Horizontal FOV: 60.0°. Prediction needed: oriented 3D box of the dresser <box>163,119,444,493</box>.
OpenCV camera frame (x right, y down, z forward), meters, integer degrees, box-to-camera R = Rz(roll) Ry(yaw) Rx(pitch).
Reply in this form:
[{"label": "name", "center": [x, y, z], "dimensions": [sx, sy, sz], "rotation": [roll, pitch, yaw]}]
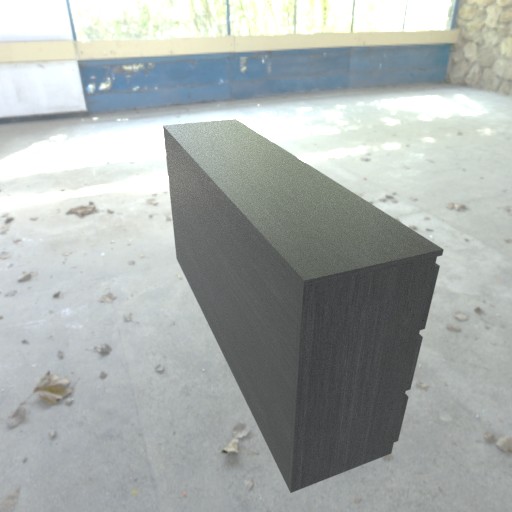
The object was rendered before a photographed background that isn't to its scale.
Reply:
[{"label": "dresser", "center": [0.000, 0.000, 1.906], "dimensions": [0.400, 0.795, 1.590], "rotation": [-11, 31, -19]}]
